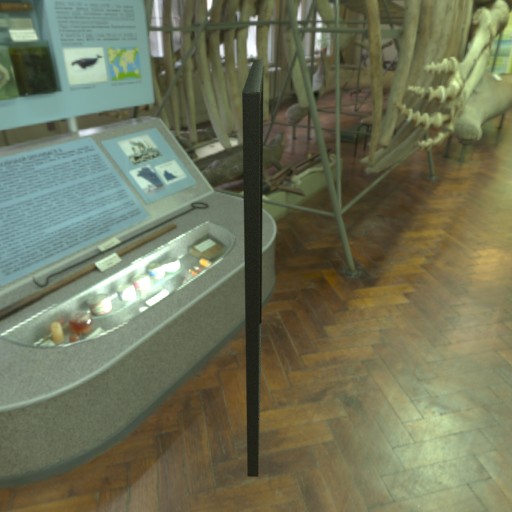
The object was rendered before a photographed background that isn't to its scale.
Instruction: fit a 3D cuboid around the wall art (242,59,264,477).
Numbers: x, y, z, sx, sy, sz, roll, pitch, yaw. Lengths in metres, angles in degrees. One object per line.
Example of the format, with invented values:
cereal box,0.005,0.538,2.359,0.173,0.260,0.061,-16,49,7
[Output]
wall art,0.000,0.000,0.558,0.013,0.431,0.303,1,28,1
